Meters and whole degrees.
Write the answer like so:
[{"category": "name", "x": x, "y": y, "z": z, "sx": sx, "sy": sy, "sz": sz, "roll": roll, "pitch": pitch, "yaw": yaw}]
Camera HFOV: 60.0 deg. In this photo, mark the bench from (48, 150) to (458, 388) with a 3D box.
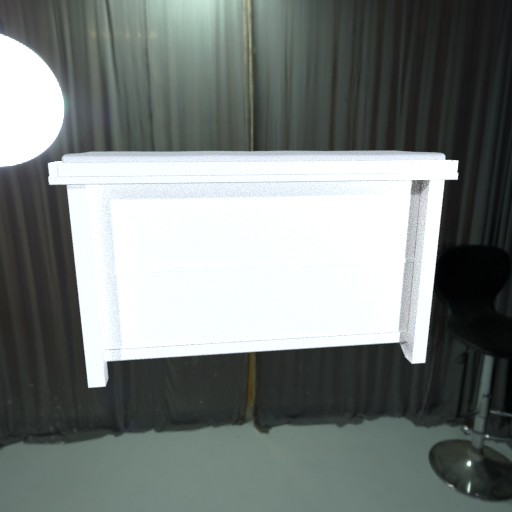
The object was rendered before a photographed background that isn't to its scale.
[{"category": "bench", "x": 0.000, "y": 0.000, "z": 1.285, "sx": 0.987, "sy": 0.589, "sz": 0.346, "roll": -2, "pitch": 15, "yaw": -8}]
